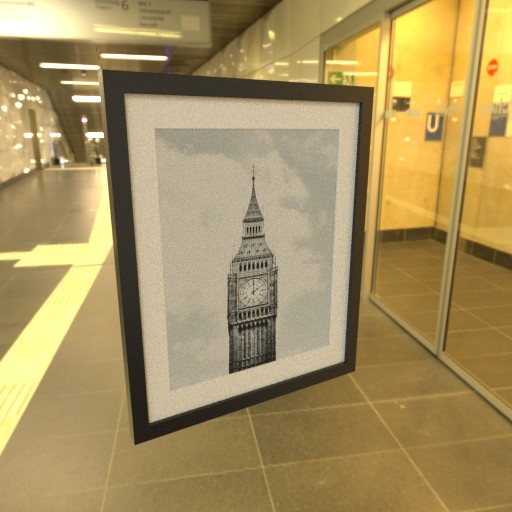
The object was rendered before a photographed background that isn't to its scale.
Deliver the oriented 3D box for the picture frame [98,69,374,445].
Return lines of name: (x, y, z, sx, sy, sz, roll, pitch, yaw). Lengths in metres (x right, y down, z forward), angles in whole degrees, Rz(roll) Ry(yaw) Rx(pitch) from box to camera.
picture frame: (0.000, 0.000, 0.752, 0.460, 0.556, 0.028, -9, 18, -28)
